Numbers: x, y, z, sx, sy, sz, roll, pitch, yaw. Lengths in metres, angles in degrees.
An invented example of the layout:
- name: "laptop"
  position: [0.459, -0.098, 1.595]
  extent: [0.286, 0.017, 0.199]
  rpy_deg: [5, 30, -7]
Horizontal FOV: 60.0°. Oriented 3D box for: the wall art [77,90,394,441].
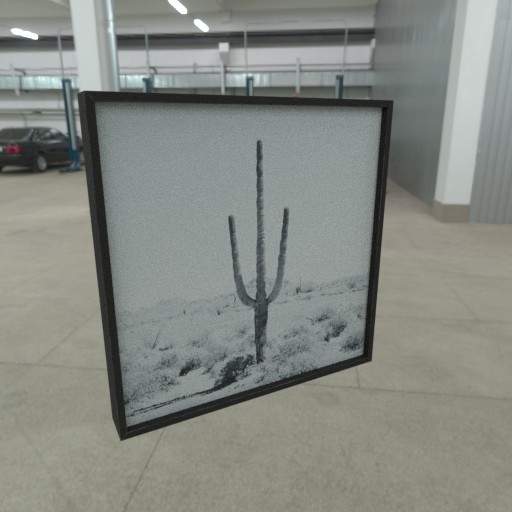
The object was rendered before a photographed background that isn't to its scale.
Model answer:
- name: "wall art"
  position: [0.000, 0.000, 0.452]
  extent: [0.305, 0.305, 0.038]
  rpy_deg: [-9, 19, -27]
